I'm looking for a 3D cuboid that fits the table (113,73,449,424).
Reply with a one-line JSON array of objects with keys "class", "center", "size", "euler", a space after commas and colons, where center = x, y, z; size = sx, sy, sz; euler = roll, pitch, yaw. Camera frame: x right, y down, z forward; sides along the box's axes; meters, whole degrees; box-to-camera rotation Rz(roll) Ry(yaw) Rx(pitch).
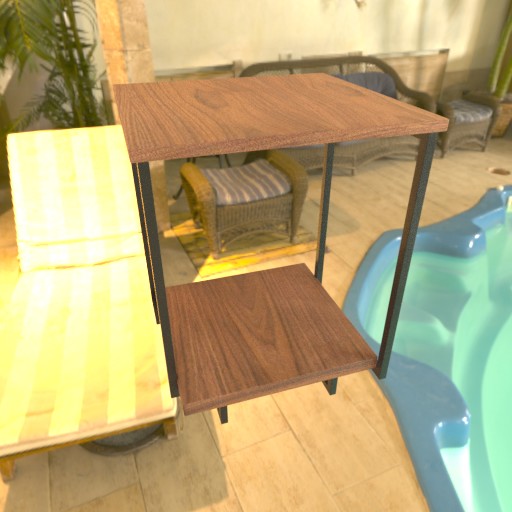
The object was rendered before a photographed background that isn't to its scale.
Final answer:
[{"class": "table", "center": [0.000, 0.000, 0.831], "size": [0.411, 0.567, 0.384], "euler": [-9, 33, -15]}]
